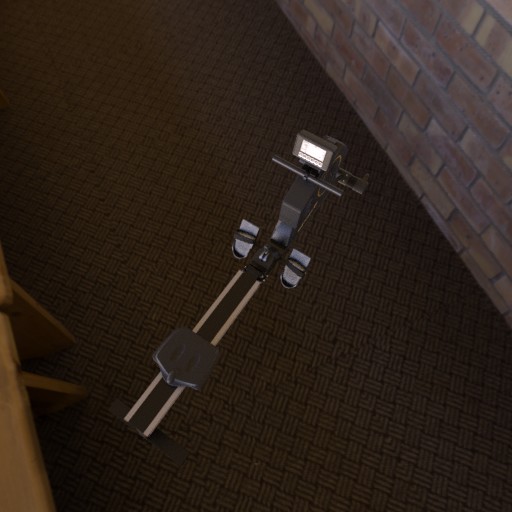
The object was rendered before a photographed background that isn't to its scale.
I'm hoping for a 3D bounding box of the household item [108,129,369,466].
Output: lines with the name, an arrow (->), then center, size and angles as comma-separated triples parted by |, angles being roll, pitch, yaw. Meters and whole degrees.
household item -> 0.000, 0.000, 2.525 | 0.521, 0.810, 2.251 | 31, 69, 14
